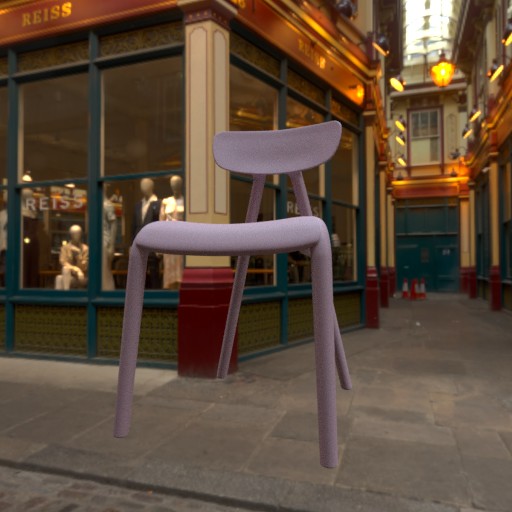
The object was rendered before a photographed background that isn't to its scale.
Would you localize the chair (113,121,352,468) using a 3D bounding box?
[{"bbox_3d":[0.000,0.000,0.840,0.356,0.580,0.401,0,-1,18],"label":"chair"}]
